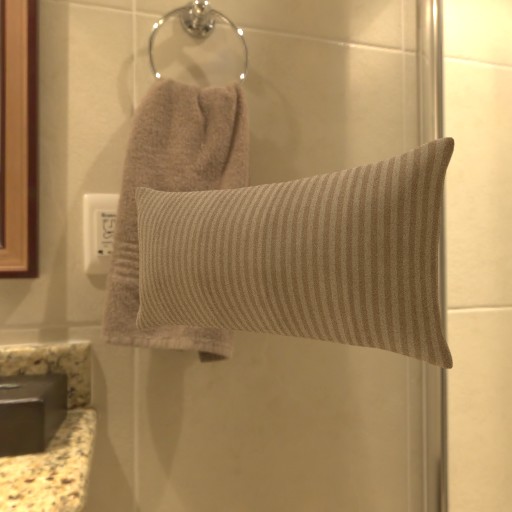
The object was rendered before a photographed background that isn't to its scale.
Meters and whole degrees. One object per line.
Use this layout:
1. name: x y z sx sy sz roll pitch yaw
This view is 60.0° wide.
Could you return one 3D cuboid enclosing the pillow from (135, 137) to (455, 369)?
1. pillow: 0.000 0.000 0.737 0.617 0.295 0.151 -1 -1 36
